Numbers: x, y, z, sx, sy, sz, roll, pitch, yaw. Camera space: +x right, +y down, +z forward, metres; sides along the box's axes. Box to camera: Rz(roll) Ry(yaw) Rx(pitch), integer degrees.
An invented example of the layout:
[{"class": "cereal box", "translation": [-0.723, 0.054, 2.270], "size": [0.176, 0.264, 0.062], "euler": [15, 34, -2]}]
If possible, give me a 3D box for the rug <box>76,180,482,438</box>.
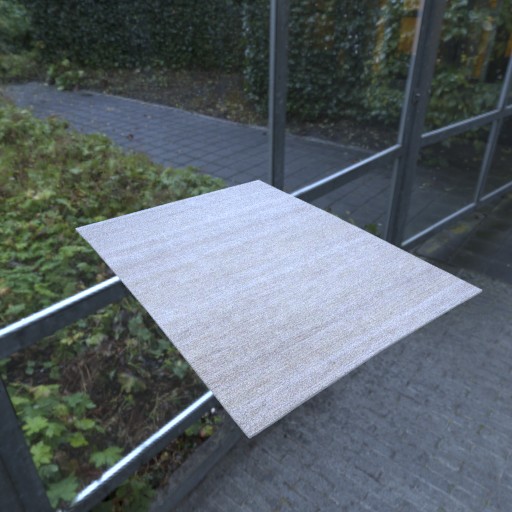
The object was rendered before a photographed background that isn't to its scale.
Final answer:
[{"class": "rug", "translation": [0.000, 0.000, 4.280], "size": [2.467, 0.046, 3.245], "euler": [-20, 36, -30]}]
